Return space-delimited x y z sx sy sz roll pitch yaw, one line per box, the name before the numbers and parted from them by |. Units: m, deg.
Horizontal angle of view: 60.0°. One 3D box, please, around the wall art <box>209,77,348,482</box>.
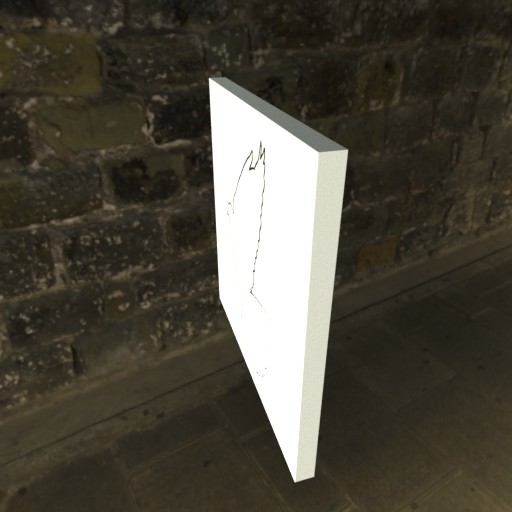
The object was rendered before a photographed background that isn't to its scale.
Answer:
wall art | 0.000 0.000 0.914 0.038 0.610 0.610 -9 31 -15
